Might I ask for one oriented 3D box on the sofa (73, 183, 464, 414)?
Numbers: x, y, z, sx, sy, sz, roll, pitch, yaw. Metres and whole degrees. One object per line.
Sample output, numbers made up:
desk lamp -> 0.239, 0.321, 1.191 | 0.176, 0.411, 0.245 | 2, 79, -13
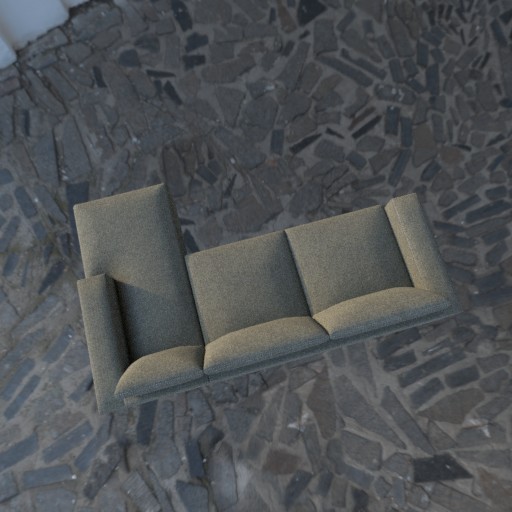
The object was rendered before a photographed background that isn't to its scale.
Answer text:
sofa -> 0.000, 0.000, 3.498 | 2.718, 0.940, 1.689 | -15, 75, -4
